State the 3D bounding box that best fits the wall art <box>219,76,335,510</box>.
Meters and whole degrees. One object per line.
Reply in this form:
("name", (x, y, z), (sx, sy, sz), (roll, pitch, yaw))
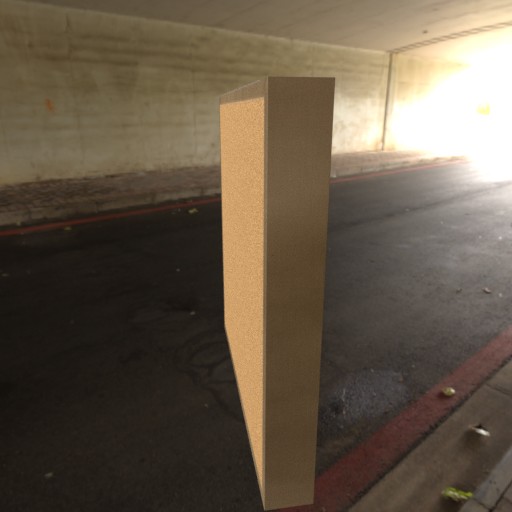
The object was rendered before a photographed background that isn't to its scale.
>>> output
("wall art", (0.000, 0.000, 0.432), (0.038, 0.303, 0.305), (-3, 18, -9))
